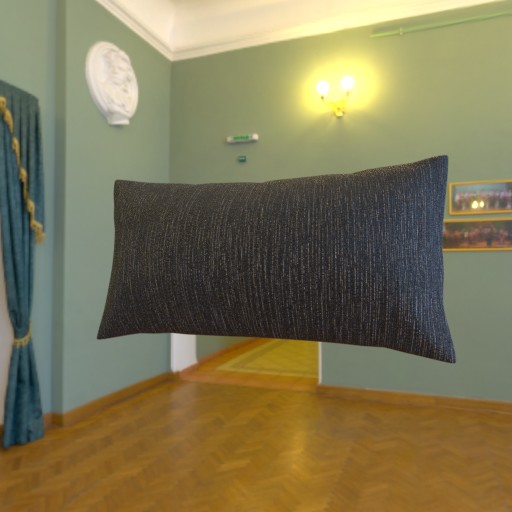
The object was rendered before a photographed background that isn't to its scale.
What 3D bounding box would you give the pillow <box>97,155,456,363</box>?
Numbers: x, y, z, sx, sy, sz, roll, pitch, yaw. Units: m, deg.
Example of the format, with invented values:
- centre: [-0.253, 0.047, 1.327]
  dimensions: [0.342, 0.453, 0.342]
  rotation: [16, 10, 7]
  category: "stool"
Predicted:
- centre: [0.000, 0.000, 0.744]
  dimensions: [0.608, 0.305, 0.156]
  rotation: [0, -1, 19]
  category: "pillow"
